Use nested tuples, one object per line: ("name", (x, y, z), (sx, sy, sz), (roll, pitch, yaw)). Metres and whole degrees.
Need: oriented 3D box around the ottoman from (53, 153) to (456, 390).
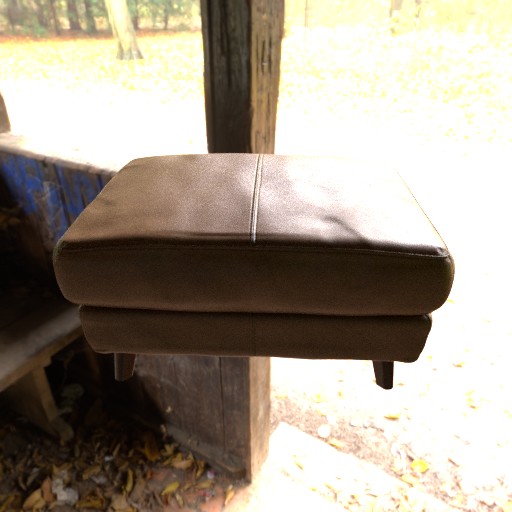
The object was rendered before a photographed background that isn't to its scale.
("ottoman", (0.000, 0.000, 1.237), (0.869, 0.461, 0.630), (1, 31, 2))
